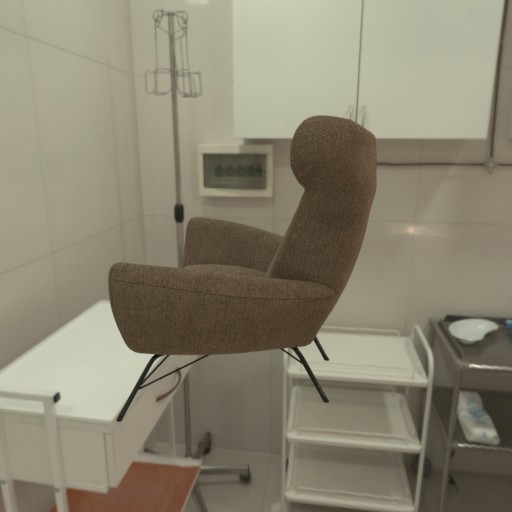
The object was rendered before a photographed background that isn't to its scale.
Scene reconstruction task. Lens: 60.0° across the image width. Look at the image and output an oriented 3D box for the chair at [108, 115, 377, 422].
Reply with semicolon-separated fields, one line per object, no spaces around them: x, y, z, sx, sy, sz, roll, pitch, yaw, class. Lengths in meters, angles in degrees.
0.000;0.000;1.792;0.900;1.040;0.980;2;15;8;chair
